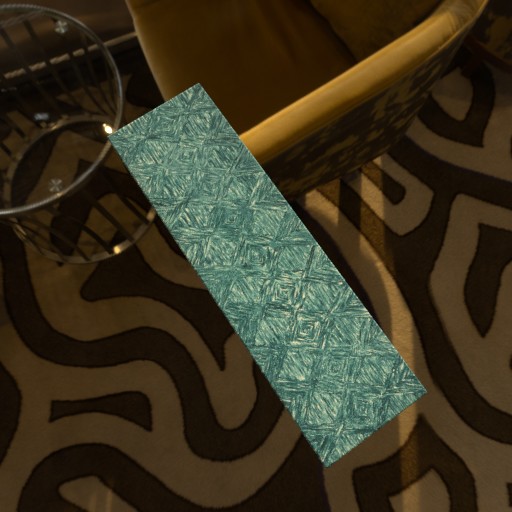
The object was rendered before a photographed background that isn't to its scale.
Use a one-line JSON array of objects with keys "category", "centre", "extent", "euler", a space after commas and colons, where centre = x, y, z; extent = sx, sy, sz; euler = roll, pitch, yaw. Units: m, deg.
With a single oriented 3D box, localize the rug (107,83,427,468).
[{"category": "rug", "centre": [0.000, 0.000, 2.562], "extent": [0.676, 0.016, 2.286], "euler": [-33, 79, -8]}]
